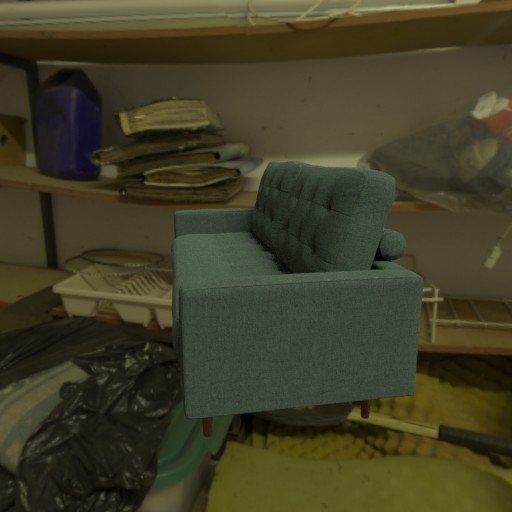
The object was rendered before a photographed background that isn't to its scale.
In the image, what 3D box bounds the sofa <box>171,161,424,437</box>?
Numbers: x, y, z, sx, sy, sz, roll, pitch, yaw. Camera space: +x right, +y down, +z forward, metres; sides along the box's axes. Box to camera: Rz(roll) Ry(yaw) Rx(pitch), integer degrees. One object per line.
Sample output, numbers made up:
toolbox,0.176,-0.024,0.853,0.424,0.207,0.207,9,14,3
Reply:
sofa,0.000,0.000,2.543,0.966,1.050,2.010,-3,14,-10
